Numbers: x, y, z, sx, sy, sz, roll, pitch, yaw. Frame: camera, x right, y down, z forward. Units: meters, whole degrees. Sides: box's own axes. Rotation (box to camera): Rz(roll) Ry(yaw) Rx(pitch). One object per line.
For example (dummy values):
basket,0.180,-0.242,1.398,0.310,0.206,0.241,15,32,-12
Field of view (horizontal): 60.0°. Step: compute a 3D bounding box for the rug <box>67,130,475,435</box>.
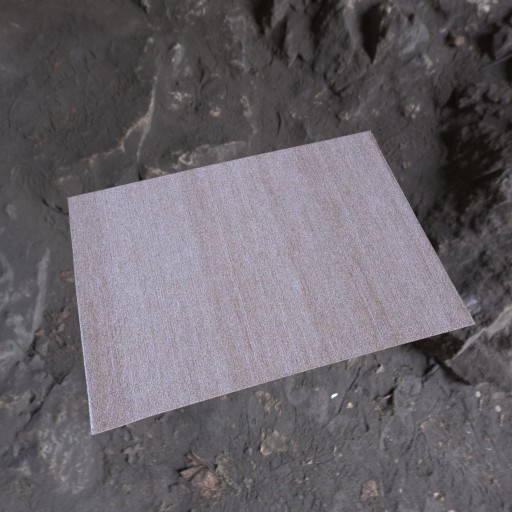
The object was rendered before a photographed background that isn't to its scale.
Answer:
rug,0.000,0.000,2.860,2.283,0.030,1.596,-14,63,-7
